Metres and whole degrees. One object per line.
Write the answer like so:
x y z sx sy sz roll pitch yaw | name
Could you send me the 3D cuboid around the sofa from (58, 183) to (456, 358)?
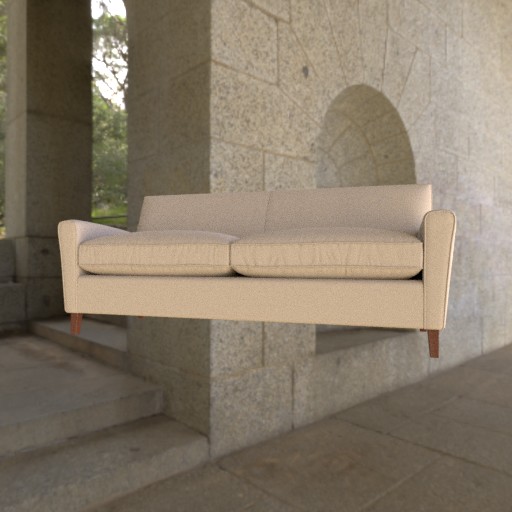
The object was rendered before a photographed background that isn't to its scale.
0.000 0.000 2.497 2.000 0.846 0.875 0 0 17 | sofa
